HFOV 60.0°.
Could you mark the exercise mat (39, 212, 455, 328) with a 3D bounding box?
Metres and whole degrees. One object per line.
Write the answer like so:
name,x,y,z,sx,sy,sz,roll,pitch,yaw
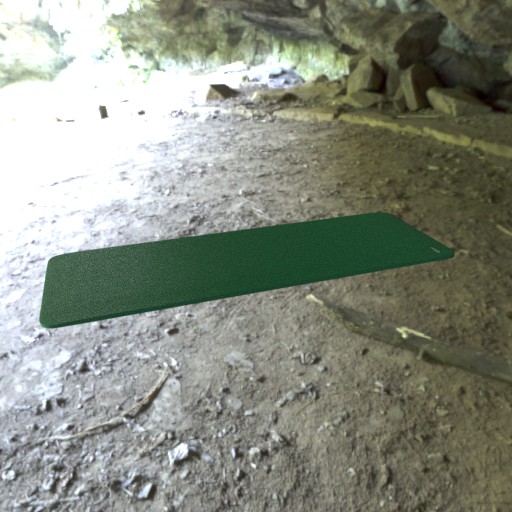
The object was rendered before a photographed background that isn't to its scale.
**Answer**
exercise mat,0.000,0.000,2.114,1.869,0.021,0.616,-9,27,-17
